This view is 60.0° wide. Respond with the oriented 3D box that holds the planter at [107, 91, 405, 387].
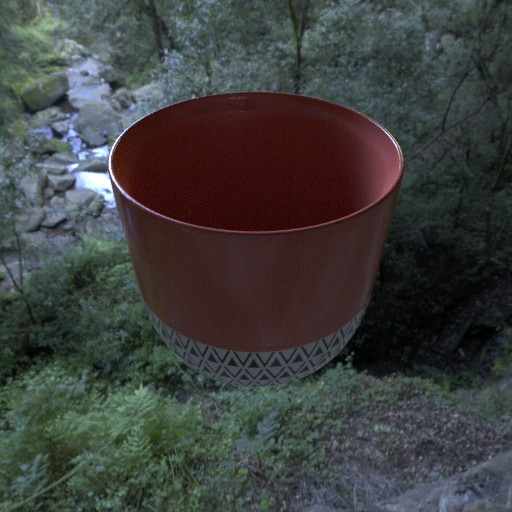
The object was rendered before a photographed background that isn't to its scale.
[{"bbox_3d":[0.000,0.000,0.496,0.266,0.270,0.266,0,41,0],"label":"planter"}]
